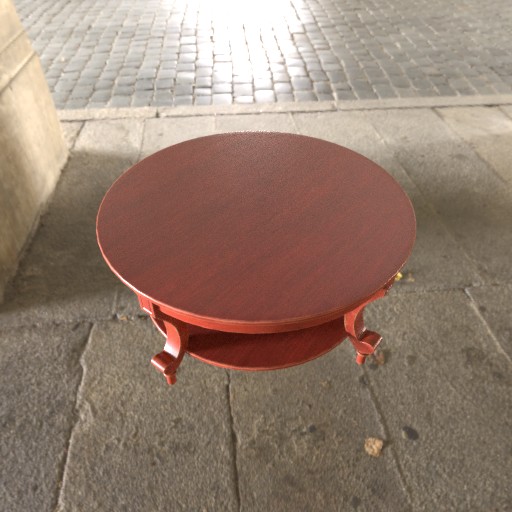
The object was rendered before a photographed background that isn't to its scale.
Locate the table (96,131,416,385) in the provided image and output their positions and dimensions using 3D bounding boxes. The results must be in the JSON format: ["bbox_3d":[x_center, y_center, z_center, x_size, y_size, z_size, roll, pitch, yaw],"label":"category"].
[{"bbox_3d":[0.000,0.000,1.628,1.029,0.486,1.029,0,42,0],"label":"table"}]
